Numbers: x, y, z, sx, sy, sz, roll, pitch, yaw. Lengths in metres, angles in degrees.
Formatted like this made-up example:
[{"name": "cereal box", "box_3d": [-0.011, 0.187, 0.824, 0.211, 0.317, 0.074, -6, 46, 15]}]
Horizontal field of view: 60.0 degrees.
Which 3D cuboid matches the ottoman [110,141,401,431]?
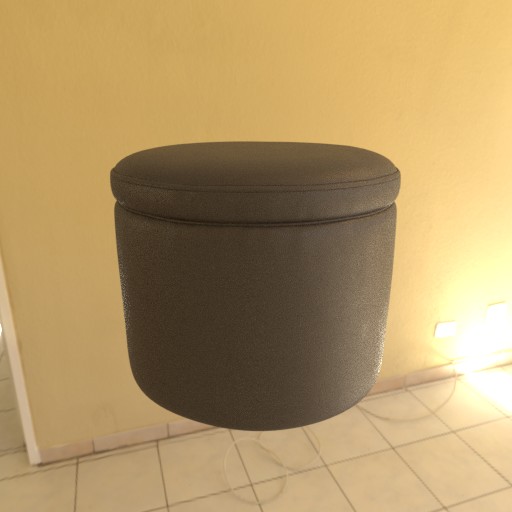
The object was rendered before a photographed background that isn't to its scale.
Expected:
[{"name": "ottoman", "box_3d": [0.000, 0.000, 0.842, 0.500, 0.409, 0.500, 0, 18, 0]}]
